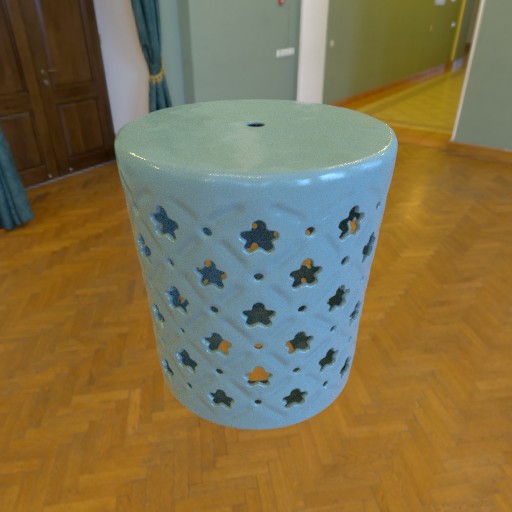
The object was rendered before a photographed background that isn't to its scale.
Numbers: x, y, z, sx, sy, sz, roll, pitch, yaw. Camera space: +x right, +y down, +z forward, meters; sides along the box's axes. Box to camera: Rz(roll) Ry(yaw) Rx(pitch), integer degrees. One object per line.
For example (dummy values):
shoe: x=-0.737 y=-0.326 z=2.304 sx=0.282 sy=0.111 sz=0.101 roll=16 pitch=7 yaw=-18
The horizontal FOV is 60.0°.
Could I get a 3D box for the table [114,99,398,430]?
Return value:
table: x=0.000 y=0.000 z=0.658 sx=0.352 sy=0.387 sz=0.352 roll=0 pitch=31 yaw=0
